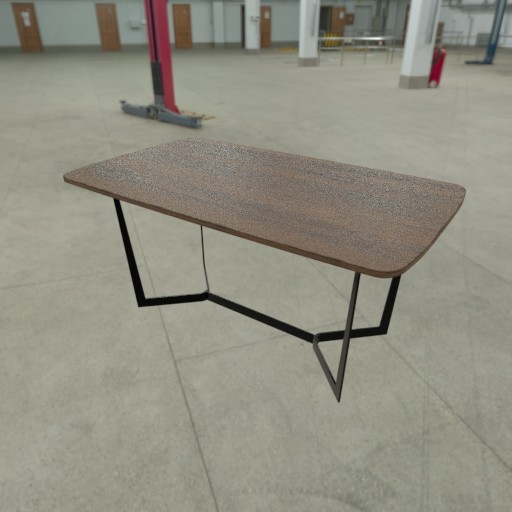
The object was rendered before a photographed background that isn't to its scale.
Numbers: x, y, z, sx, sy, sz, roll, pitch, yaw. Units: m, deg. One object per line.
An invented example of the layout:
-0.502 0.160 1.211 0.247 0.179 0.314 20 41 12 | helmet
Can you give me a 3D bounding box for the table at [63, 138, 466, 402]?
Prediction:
0.000 0.000 2.165 1.643 0.765 0.949 18 33 30 | table
